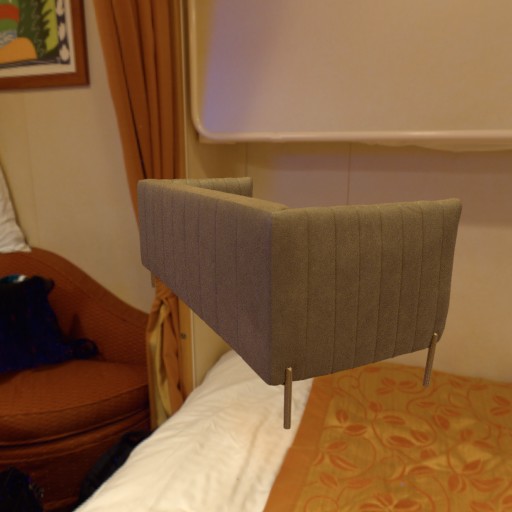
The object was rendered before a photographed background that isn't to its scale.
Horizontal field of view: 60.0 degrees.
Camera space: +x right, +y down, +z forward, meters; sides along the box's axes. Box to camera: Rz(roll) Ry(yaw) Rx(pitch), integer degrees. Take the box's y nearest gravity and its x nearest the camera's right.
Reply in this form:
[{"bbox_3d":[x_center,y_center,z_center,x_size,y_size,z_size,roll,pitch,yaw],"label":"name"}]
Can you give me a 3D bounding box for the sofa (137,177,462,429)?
[{"bbox_3d":[0.000,0.000,2.450,0.876,0.779,1.980,-6,14,-26],"label":"sofa"}]
